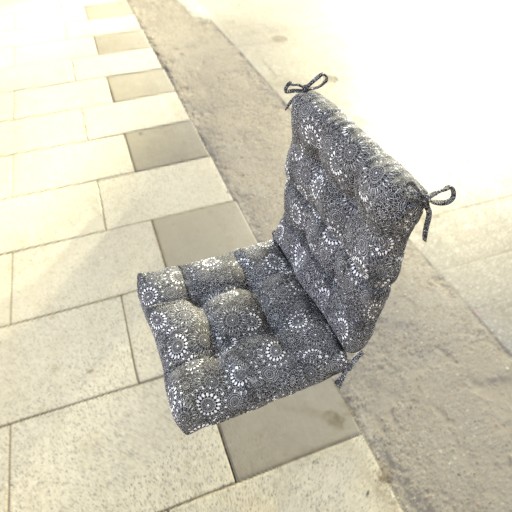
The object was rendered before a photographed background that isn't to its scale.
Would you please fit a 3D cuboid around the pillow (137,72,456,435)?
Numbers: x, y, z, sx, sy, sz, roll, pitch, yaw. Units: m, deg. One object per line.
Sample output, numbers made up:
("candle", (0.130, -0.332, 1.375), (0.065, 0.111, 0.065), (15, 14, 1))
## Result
("pillow", (0.000, 0.000, 1.047), (0.571, 0.605, 0.519), (-16, 48, -15))
